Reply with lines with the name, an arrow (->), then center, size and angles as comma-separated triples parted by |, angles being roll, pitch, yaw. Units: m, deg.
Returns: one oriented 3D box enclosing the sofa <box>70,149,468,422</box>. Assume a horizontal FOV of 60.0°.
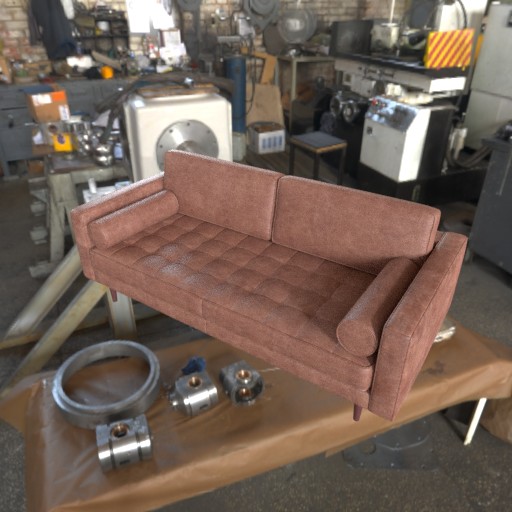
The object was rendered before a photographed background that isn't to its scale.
sofa -> 0.000, 0.000, 2.332 | 1.870, 0.760, 0.910 | 19, 35, 29
